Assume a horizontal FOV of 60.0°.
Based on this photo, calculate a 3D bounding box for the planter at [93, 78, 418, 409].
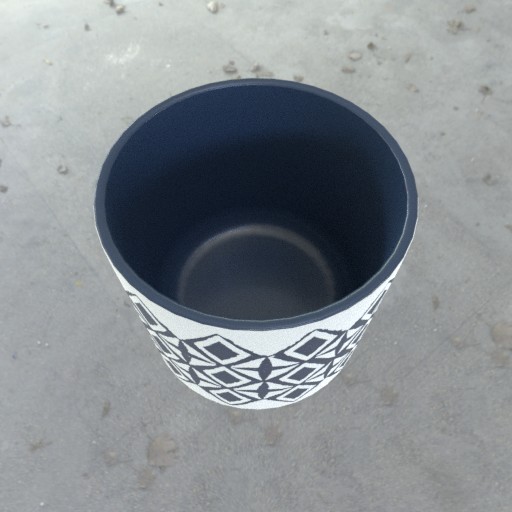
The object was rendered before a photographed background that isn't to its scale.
[{"bbox_3d":[0.000,0.000,0.394,0.224,0.203,0.224,0,59,0],"label":"planter"}]
